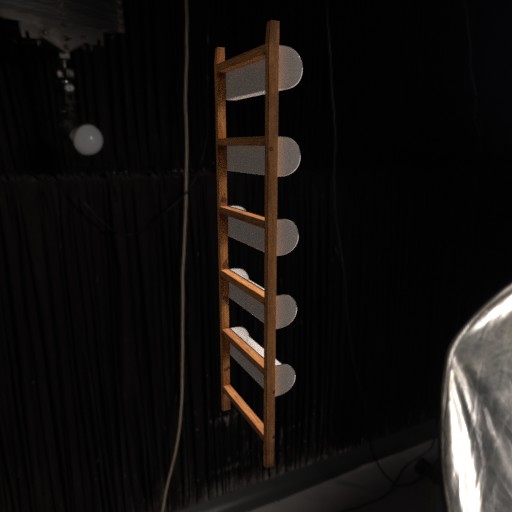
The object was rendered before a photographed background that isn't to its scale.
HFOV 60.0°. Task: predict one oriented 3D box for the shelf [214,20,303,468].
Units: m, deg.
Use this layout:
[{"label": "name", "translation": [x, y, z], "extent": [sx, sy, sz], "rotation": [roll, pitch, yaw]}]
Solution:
[{"label": "shelf", "translation": [0.000, 0.000, 1.771], "extent": [0.141, 1.600, 0.454], "rotation": [-7, 16, -26]}]
